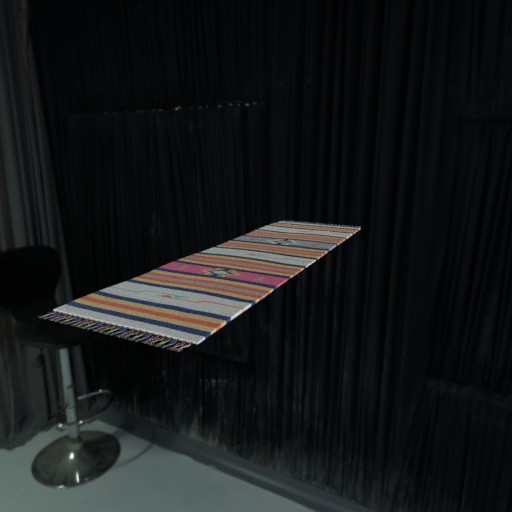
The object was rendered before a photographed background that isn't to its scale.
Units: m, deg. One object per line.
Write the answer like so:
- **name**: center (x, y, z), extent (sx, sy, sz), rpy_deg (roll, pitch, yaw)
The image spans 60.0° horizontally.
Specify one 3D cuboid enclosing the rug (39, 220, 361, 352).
- **rug**: center (0.000, 0.000, 2.647), extent (0.695, 0.017, 2.455), rpy_deg (7, 16, 26)
